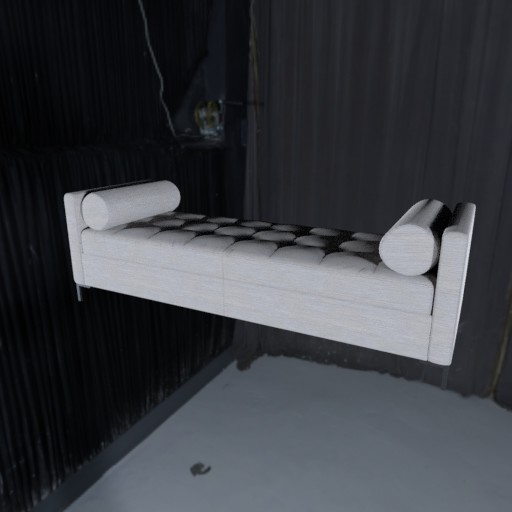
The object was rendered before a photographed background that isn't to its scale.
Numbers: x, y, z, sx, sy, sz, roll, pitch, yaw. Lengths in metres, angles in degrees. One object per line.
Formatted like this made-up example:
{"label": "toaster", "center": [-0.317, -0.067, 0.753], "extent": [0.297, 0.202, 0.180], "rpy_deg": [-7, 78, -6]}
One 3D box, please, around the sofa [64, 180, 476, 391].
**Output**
{"label": "sofa", "center": [0.000, 0.000, 2.314], "extent": [1.981, 0.635, 0.686], "rpy_deg": [8, 19, 26]}
